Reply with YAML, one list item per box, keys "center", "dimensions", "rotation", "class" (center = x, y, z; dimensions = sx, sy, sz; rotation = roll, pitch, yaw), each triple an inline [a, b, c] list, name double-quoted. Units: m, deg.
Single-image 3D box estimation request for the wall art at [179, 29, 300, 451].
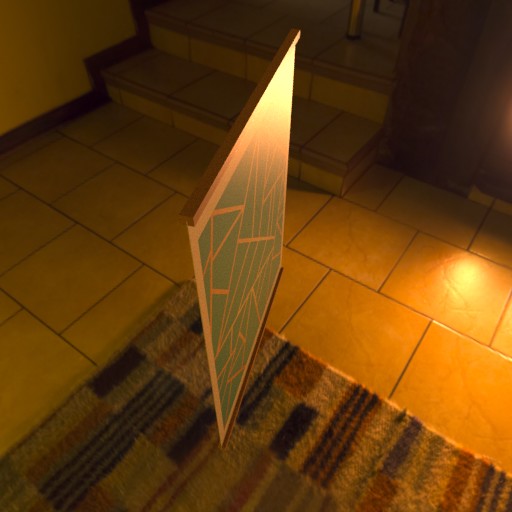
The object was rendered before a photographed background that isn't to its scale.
- center: [0.000, 0.000, 0.670]
  dimensions: [0.012, 0.508, 0.405]
  rotation: [12, 48, 11]
  class: "wall art"
